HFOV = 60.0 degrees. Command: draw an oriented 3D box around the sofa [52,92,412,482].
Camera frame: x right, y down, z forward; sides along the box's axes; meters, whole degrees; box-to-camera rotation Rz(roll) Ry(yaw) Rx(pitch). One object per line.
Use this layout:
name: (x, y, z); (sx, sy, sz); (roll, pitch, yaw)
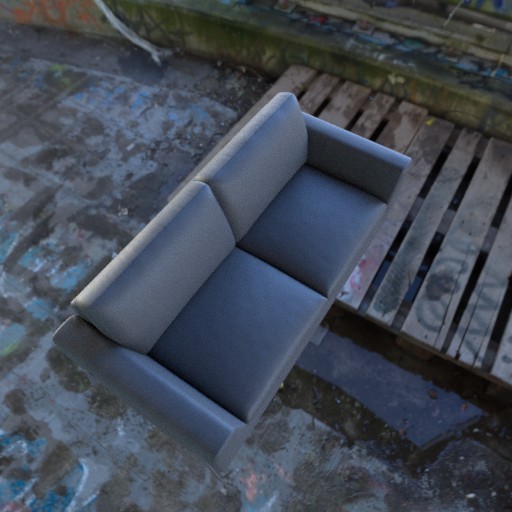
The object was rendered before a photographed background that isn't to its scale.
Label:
sofa: (0.000, 0.000, 2.484); (0.953, 0.875, 2.017); (29, 62, 17)
